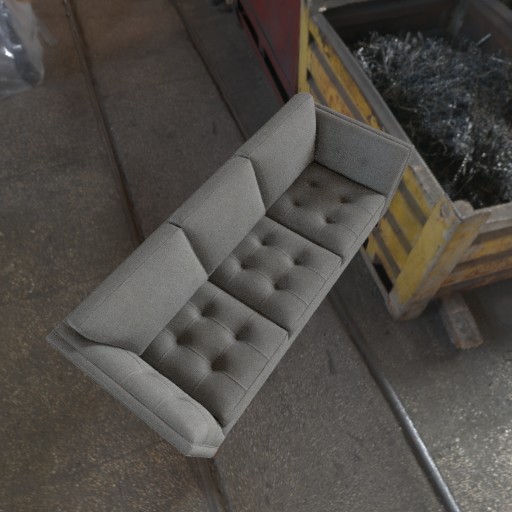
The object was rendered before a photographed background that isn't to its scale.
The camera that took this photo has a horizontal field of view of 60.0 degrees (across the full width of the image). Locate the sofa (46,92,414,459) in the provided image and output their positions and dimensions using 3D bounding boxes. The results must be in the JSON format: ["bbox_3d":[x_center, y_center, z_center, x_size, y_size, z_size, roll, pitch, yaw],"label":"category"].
[{"bbox_3d":[0.000,0.000,2.892,0.965,0.940,2.387,31,63,18],"label":"sofa"}]
